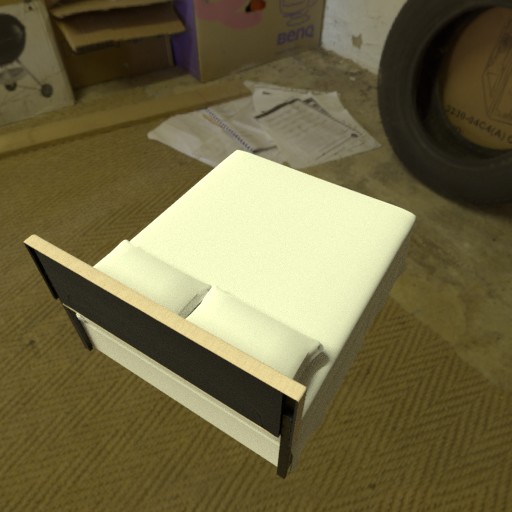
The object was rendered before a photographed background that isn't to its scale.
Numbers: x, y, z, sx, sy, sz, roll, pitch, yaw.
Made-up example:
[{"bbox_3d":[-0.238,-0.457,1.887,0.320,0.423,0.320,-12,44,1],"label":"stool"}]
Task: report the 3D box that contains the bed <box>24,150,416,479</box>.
[{"bbox_3d":[0.000,0.000,2.841,1.616,1.016,1.876,25,52,21],"label":"bed"}]
